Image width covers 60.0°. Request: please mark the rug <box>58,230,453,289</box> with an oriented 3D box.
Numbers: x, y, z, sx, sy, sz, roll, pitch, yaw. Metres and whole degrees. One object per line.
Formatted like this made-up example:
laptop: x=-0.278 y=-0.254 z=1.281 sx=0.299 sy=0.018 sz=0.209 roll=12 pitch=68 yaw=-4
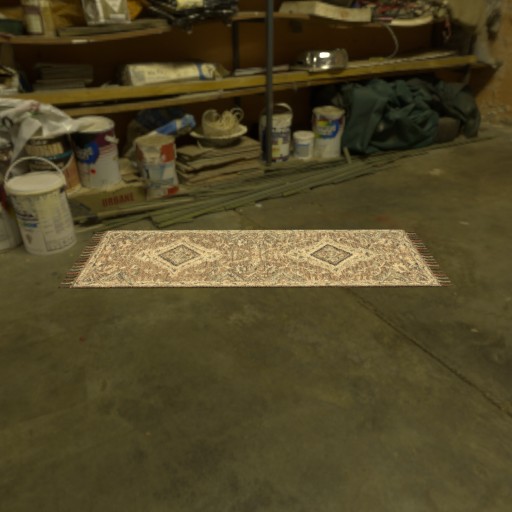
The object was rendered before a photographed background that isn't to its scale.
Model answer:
rug: x=0.000 y=0.000 z=2.853 sx=2.378 sy=0.018 sz=1.324 roll=8 pitch=30 yaw=13
